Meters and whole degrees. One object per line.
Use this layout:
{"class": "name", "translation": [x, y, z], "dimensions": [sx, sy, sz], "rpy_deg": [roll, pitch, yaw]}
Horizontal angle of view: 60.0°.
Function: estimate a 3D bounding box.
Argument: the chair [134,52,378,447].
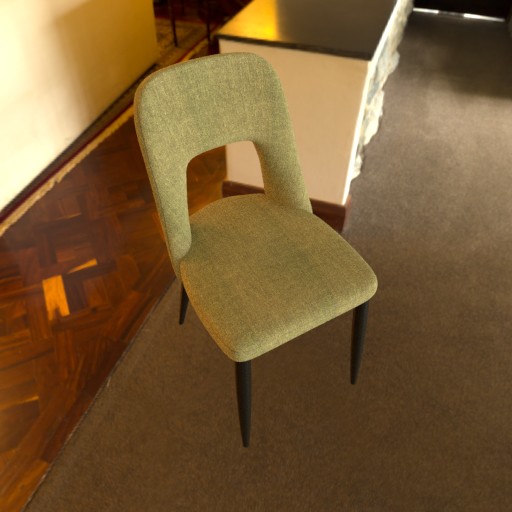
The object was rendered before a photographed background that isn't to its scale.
{"class": "chair", "translation": [0.000, 0.000, 1.278], "dimensions": [0.470, 0.931, 0.612], "rpy_deg": [-23, 50, -20]}
